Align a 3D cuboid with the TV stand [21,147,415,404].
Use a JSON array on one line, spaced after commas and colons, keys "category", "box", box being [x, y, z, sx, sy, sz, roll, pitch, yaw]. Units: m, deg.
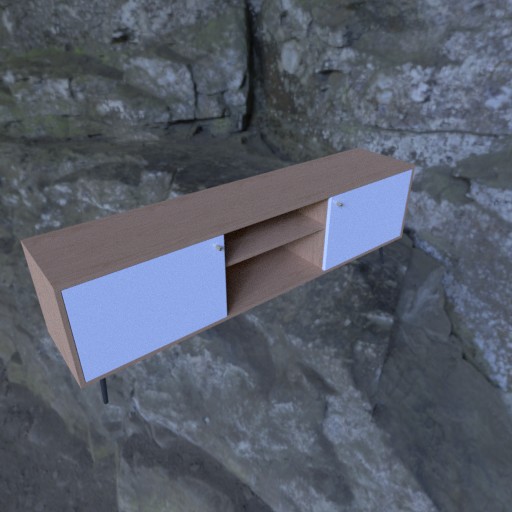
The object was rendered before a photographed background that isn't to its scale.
[{"category": "TV stand", "box": [0.000, 0.000, 2.015, 1.760, 0.580, 0.400, -22, 37, -32]}]
